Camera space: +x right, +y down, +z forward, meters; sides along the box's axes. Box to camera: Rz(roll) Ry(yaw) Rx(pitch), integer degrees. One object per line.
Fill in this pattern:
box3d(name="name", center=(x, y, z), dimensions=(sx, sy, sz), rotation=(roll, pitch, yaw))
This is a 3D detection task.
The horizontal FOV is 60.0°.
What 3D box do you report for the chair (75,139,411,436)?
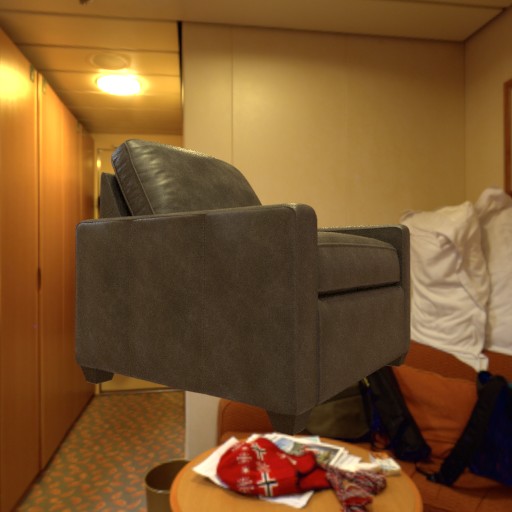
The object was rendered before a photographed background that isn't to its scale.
box3d(name="chair", center=(0.000, 0.000, 1.749), dimensions=(0.939, 0.916, 1.006), rotation=(0, 0, 35))
